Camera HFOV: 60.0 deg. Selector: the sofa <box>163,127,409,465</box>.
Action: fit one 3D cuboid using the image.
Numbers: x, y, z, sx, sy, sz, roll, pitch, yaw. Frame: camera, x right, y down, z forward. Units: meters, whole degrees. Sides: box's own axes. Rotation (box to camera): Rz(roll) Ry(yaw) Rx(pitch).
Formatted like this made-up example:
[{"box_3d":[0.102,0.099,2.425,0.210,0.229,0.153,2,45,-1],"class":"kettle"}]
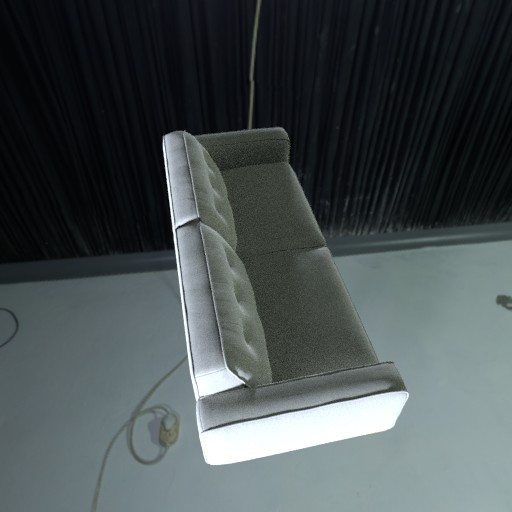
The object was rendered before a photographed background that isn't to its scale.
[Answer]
[{"box_3d":[0.000,0.000,2.762,0.956,0.781,2.270,-9,48,-8],"class":"sofa"}]
